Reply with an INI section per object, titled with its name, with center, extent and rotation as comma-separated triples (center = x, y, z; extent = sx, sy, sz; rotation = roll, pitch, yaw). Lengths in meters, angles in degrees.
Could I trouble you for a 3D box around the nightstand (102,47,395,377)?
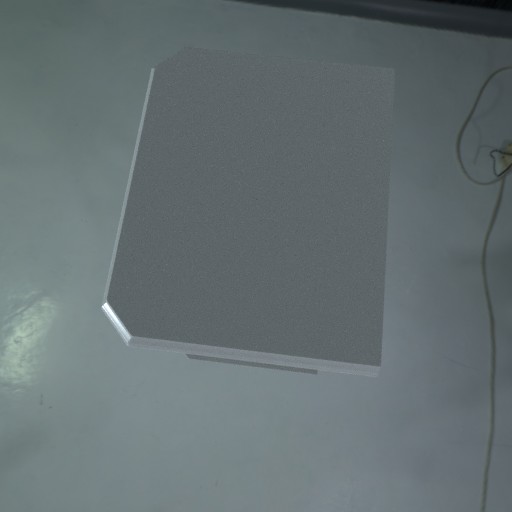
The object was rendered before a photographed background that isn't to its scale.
[nightstand]
center = 0.000, 0.000, 0.909
extent = 0.348, 0.680, 0.435
rotation = 7, 75, 2
